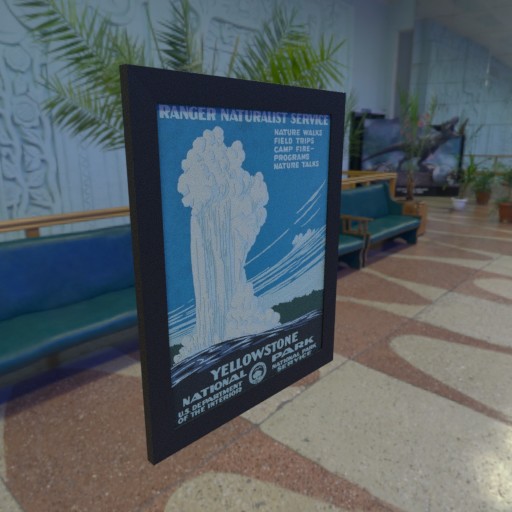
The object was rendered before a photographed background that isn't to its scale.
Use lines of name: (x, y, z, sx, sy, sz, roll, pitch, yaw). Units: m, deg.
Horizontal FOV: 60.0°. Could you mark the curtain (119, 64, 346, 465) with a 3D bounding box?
curtain: (0.000, 0.000, 0.796, 0.027, 0.585, 0.483, 14, 20, 43)
